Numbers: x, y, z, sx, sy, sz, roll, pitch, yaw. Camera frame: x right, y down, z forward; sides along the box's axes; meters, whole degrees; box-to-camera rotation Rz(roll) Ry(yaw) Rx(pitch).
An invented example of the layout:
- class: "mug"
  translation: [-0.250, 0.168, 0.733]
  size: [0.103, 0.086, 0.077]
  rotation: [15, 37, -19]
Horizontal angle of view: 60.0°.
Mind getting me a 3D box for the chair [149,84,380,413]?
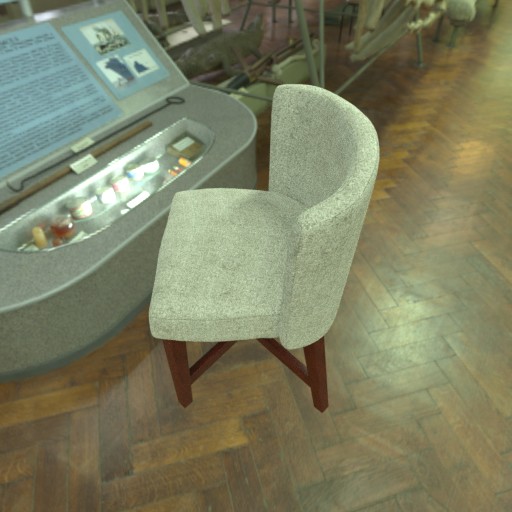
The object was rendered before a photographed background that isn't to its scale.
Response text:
- class: "chair"
  translation: [0.000, 0.000, 1.329]
  size: [0.575, 0.827, 0.728]
  rotation: [-1, 41, -1]
